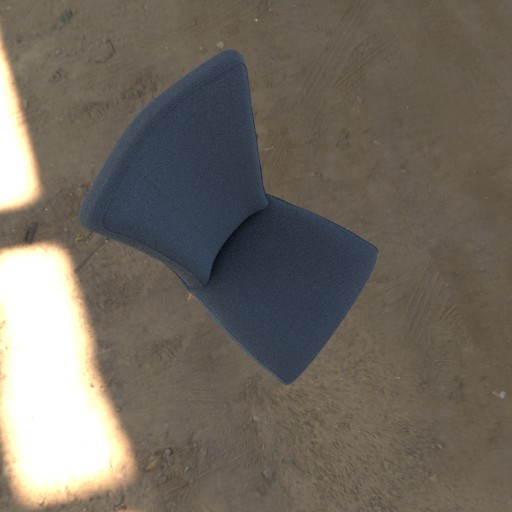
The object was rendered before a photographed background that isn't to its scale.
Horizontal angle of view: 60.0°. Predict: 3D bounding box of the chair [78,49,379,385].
[{"bbox_3d":[0.000,0.000,1.370,0.660,0.991,0.520,35,78,9],"label":"chair"}]
